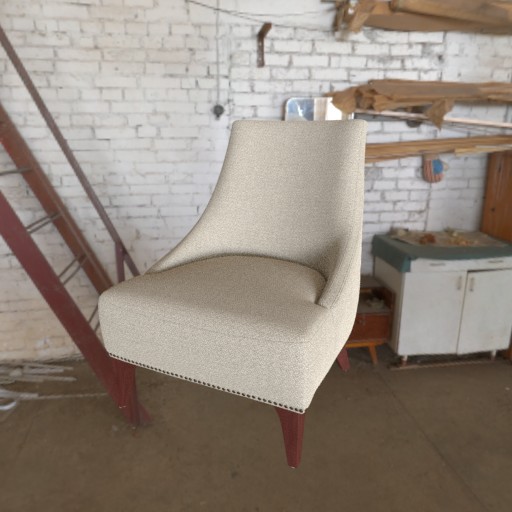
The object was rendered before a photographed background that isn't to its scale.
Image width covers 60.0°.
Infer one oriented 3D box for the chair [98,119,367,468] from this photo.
[{"bbox_3d":[0.000,0.000,1.531,0.701,0.909,0.861,8,18,25],"label":"chair"}]
